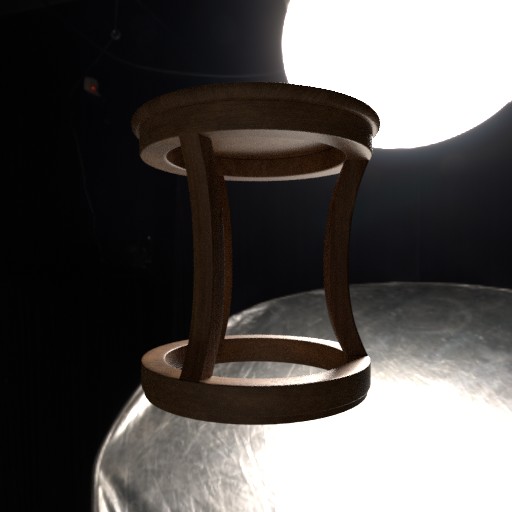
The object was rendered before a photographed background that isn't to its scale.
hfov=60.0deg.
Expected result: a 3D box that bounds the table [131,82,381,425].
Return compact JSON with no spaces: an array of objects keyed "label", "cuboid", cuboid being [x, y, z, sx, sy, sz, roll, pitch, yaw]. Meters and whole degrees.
[{"label":"table","cuboid":[0.000,0.000,0.796,0.432,0.460,0.432,0,0,0]}]
